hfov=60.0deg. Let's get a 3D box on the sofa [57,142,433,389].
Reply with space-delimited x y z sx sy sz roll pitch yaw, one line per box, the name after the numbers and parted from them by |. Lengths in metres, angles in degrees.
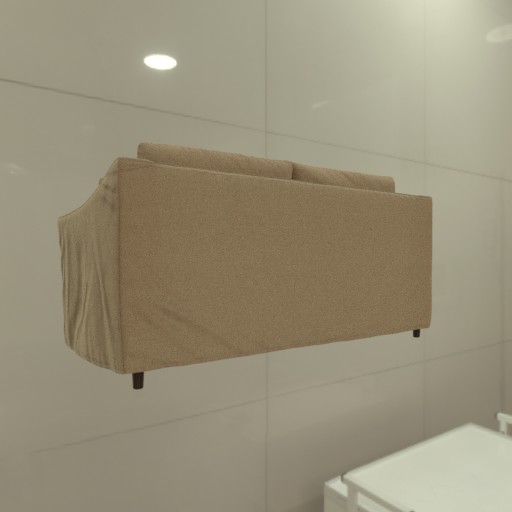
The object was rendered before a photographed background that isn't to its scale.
0.000 0.000 2.615 2.010 1.018 1.072 0 0 -36 | sofa
